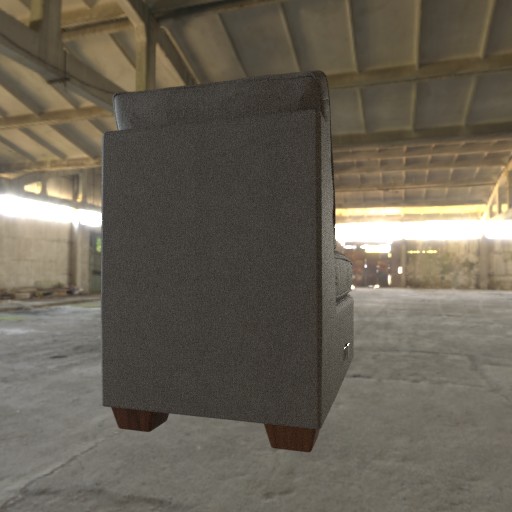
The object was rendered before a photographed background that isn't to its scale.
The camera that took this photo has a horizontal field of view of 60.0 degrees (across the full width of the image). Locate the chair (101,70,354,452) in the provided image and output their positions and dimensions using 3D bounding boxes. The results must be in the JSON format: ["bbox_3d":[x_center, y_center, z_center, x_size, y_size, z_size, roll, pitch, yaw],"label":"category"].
[{"bbox_3d":[0.000,0.000,1.556,0.621,0.970,0.938,-1,-2,17],"label":"chair"}]
